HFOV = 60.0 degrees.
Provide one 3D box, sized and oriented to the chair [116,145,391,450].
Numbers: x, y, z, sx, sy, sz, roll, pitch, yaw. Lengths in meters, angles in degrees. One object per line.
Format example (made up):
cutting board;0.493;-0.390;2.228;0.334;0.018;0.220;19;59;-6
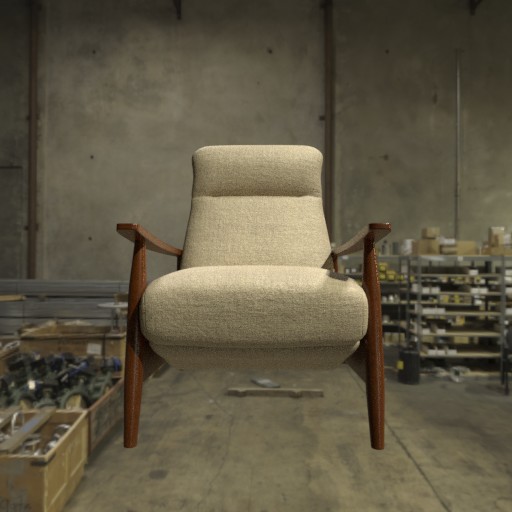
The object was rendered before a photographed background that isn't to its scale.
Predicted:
chair;0.000;0.000;1.719;0.762;1.082;1.014;0;0;1
